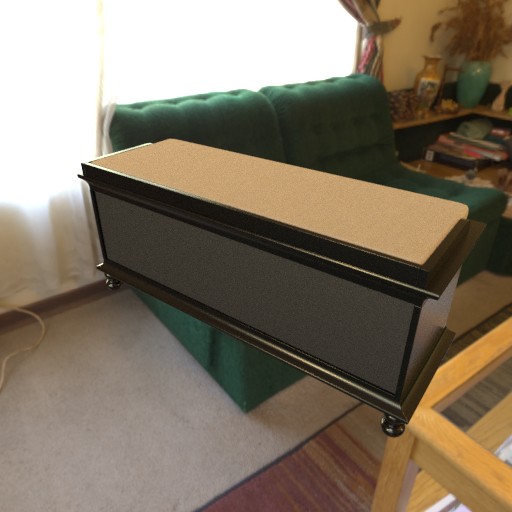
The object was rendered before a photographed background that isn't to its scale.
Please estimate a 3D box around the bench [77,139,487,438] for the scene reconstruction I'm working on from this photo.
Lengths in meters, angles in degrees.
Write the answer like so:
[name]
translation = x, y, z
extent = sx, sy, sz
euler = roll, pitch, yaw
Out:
[bench]
translation = 0.000, 0.000, 1.405
extent = 1.185, 0.501, 0.402
euler = 20, 35, 31
